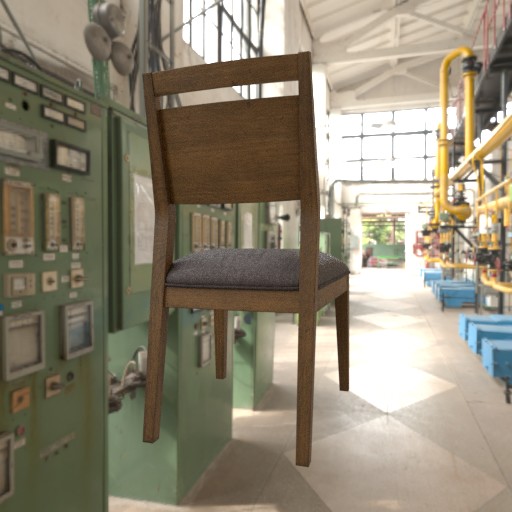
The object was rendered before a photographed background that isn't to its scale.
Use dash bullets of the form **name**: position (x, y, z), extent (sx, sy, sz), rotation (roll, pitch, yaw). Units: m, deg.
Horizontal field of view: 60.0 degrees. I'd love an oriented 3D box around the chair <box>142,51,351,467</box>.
- **chair**: position (0.000, 0.000, 1.323), extent (0.501, 0.939, 0.610), rotation (0, 1, 18)
